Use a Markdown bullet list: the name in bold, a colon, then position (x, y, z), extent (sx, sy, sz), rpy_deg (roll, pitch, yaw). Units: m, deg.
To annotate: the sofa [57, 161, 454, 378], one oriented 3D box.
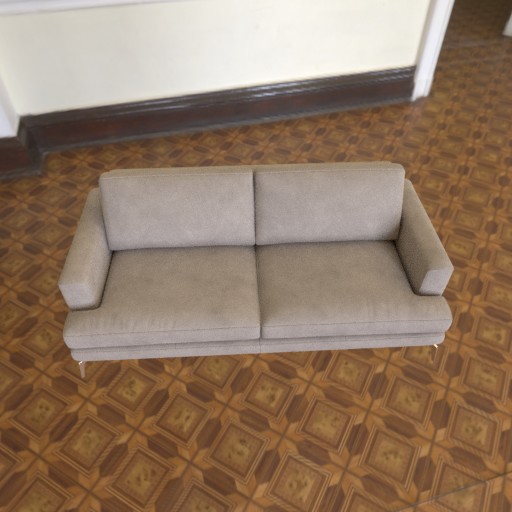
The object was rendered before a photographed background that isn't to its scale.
- **sofa**: position (0.000, 0.000, 2.532), extent (2.013, 0.830, 0.980), rpy_deg (-2, 45, -2)
